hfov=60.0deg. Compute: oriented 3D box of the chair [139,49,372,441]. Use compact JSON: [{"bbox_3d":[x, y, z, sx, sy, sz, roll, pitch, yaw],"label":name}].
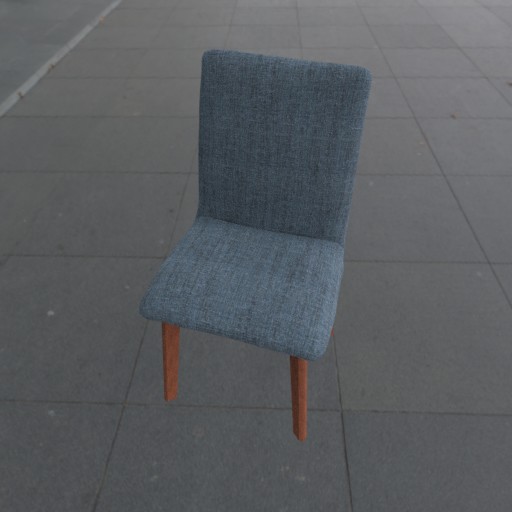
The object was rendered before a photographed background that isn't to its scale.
[{"bbox_3d":[0.000,0.000,1.305,0.522,0.974,0.563,12,44,13],"label":"chair"}]
